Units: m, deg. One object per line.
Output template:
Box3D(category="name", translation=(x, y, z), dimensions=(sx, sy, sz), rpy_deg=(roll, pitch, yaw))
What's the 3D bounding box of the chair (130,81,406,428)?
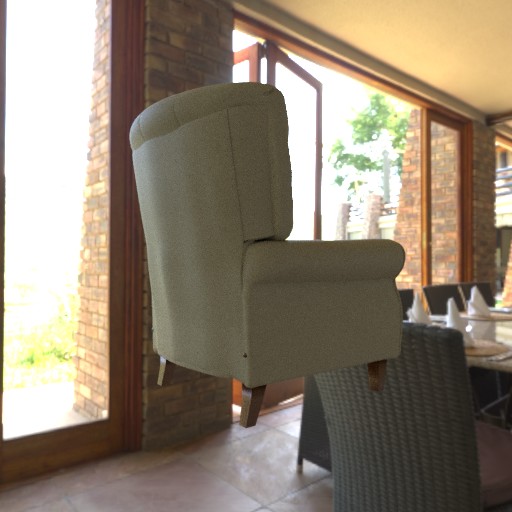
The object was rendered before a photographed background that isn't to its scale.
Box3D(category="chair", translation=(0.000, 0.000, 1.932), dimensions=(1.059, 1.158, 0.943), rpy_deg=(1, -1, -37))
